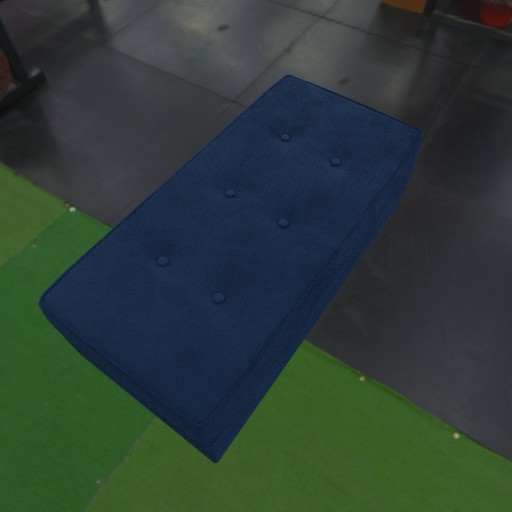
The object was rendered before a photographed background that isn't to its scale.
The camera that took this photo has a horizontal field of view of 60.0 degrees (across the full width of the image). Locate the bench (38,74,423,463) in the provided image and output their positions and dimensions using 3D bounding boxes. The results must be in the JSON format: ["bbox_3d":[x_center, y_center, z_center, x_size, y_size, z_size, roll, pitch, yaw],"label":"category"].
[{"bbox_3d":[0.000,0.000,1.286,0.489,0.467,1.010,31,62,19],"label":"bench"}]
